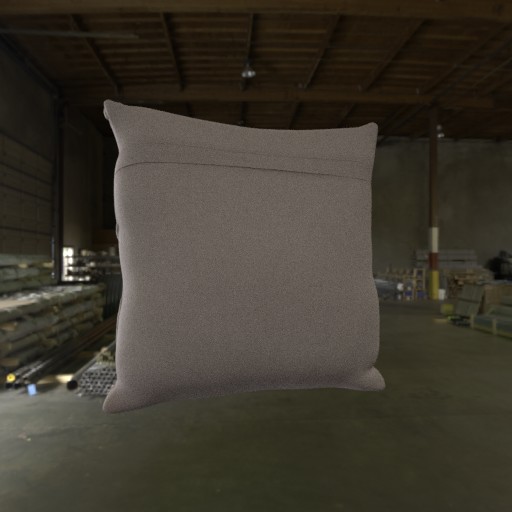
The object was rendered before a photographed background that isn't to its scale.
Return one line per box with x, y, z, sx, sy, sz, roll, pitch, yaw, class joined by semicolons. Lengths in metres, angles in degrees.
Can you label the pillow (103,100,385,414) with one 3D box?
0.000;0.000;0.673;0.439;0.440;0.185;0;0;-18;pillow
